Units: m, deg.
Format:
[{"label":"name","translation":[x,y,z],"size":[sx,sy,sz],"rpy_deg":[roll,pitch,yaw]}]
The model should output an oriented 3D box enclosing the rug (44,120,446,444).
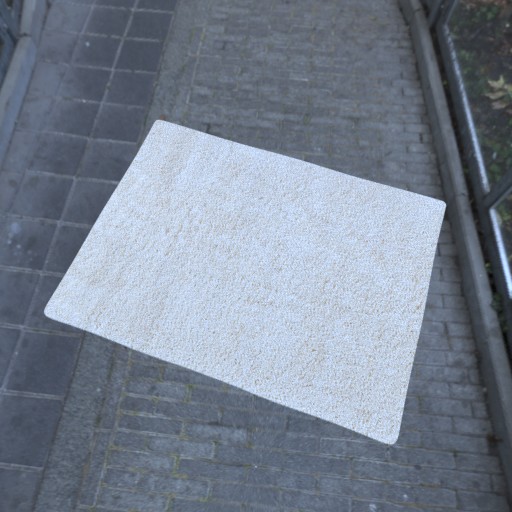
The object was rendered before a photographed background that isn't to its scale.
[{"label":"rug","translation":[0.000,0.000,2.104],"size":[1.600,0.027,1.200],"rpy_deg":[18,66,8]}]
